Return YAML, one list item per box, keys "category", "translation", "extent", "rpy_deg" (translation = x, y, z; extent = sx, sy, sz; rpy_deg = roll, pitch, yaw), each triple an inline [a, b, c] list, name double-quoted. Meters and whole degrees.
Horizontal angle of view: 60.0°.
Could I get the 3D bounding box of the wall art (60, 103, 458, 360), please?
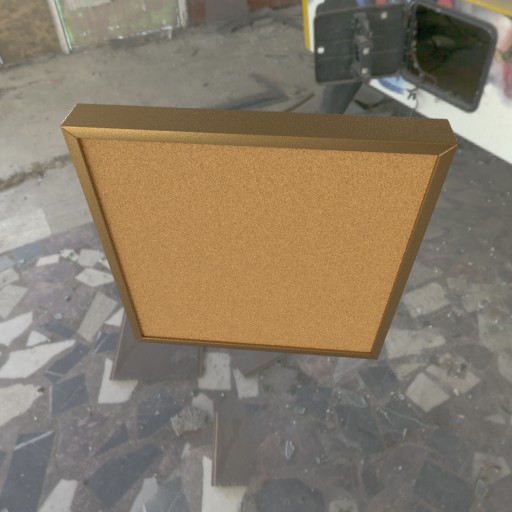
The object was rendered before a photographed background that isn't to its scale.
- category: "wall art"
  translation: [0.000, 0.000, 0.459]
  extent: [0.305, 0.305, 0.037]
  rpy_deg: [4, 46, 3]
